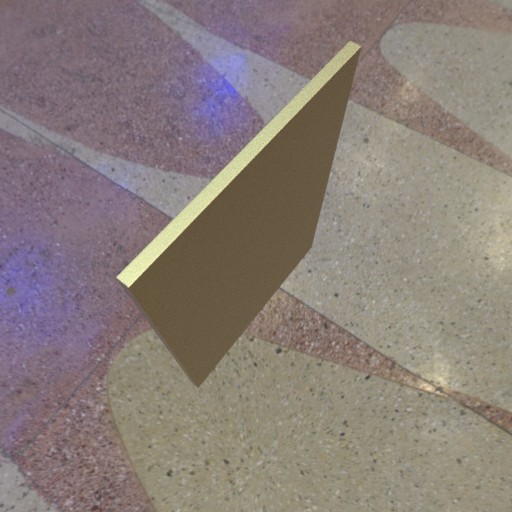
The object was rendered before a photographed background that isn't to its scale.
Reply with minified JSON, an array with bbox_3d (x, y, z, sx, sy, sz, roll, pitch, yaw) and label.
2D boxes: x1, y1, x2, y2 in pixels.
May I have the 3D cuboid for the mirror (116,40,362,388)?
[{"bbox_3d":[0.000,0.000,1.354,0.032,1.023,0.756,35,69,15],"label":"mirror"}]
